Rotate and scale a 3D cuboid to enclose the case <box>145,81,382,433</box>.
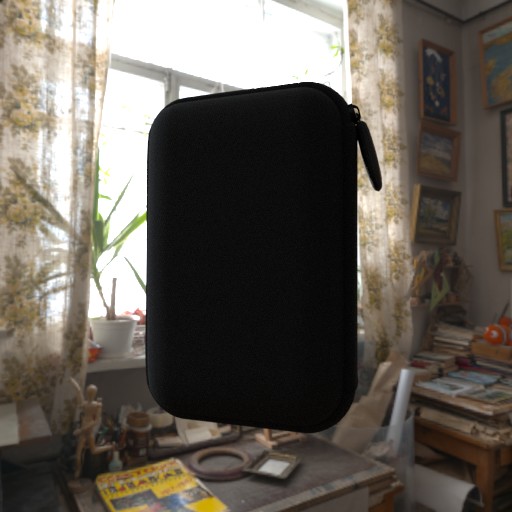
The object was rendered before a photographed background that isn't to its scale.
[{"bbox_3d":[0.000,0.000,0.194,0.107,0.147,0.030,-1,-2,18],"label":"case"}]
